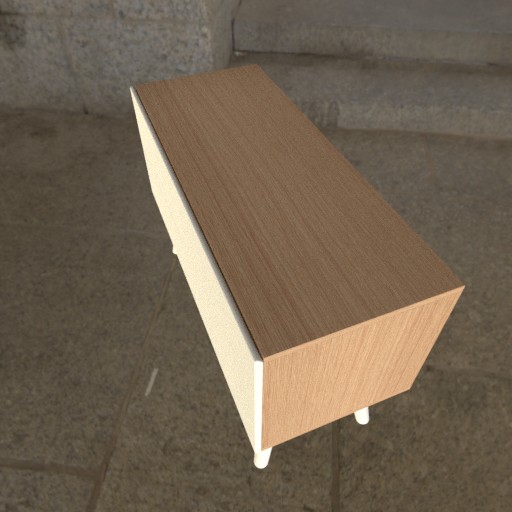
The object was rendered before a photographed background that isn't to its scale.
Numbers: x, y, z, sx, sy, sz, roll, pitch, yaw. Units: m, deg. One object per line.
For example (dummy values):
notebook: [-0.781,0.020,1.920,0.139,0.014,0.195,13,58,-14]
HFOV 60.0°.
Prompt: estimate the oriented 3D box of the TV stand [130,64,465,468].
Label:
TV stand: [0.000,0.000,1.293,0.407,0.660,0.991,-16,49,-15]
